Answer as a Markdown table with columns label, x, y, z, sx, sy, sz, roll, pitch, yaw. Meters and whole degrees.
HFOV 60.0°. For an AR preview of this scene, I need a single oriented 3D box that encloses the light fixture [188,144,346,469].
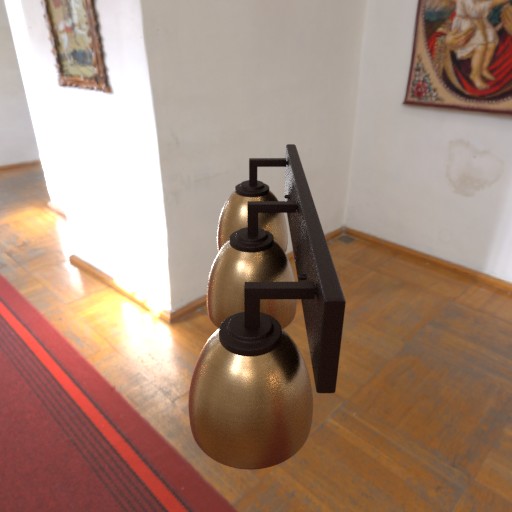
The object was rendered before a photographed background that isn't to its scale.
| label | x | y | z | sx | sy | sz | roll | pitch | yaw |
| --- | --- | --- | --- | --- | --- | --- | --- | --- | --- |
| light fixture | 0.000 | 0.000 | 0.675 | 0.157 | 0.204 | 0.582 | 0 | 28 | 0 |
